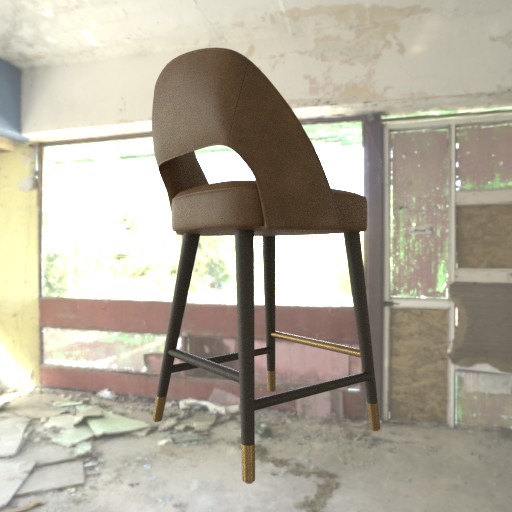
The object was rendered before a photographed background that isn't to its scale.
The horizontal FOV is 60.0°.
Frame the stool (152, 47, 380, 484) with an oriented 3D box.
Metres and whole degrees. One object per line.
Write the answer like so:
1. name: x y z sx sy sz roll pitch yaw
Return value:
1. stool: 0.000 0.000 1.209 0.509 0.940 0.494 0 1 -39
